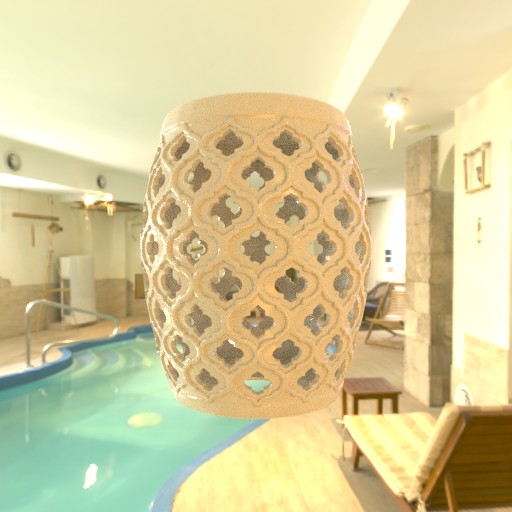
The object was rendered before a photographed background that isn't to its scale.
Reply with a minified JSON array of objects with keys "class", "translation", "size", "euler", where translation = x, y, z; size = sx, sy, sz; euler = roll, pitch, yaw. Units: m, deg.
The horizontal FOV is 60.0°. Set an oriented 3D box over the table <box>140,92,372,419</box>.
[{"class":"table","translation":[0.000,0.000,0.645],"size":[0.325,0.388,0.325],"euler":[0,1,0]}]
